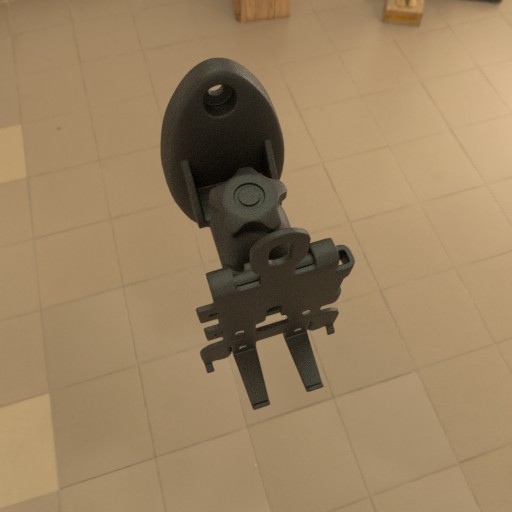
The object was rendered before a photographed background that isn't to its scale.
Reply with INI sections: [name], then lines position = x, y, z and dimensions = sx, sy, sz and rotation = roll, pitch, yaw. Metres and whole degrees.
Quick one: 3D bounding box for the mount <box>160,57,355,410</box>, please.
[mount]
position = 0.000, 0.000, 0.176
dimensions = 0.066, 0.118, 0.100
rotation = -16, 66, -7
